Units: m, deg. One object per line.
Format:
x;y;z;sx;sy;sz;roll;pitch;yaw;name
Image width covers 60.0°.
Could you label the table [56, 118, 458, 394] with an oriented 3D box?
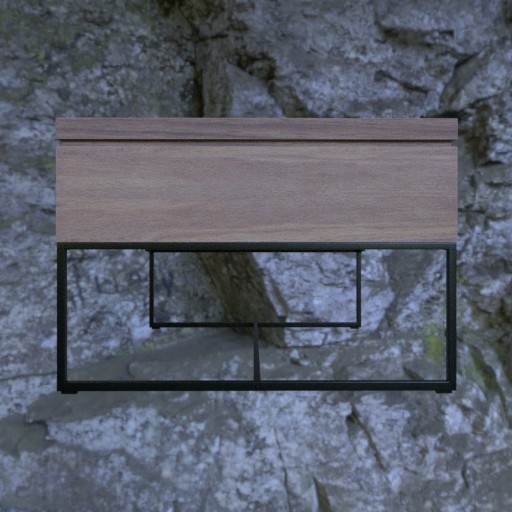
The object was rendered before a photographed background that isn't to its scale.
0.000;0.000;1.082;0.676;0.464;0.679;0;0;0;table
